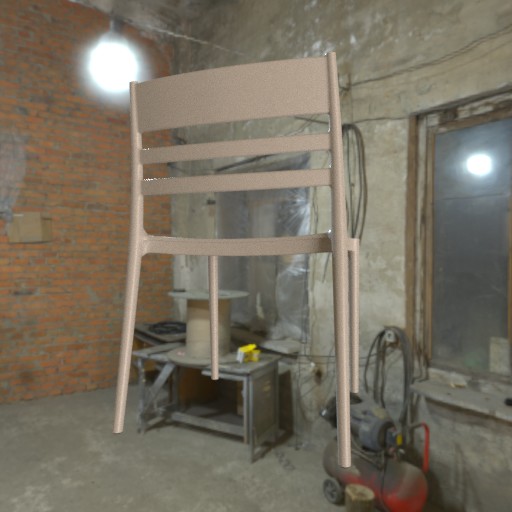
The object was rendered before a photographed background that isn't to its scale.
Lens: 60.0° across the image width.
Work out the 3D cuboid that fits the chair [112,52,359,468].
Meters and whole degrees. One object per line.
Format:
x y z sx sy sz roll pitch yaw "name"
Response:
0.000 0.000 1.141 0.531 0.800 0.511 0 0 19 "chair"
